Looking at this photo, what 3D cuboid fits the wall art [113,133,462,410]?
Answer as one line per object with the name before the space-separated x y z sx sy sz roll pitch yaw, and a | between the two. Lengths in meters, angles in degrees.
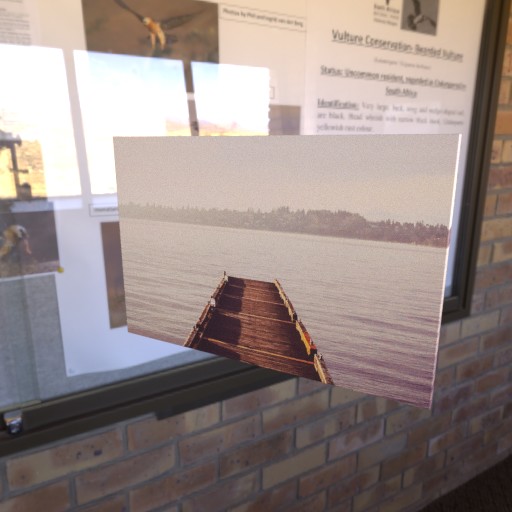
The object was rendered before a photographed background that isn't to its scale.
wall art | 0.000 0.000 1.157 0.916 0.609 0.037 8 16 27
